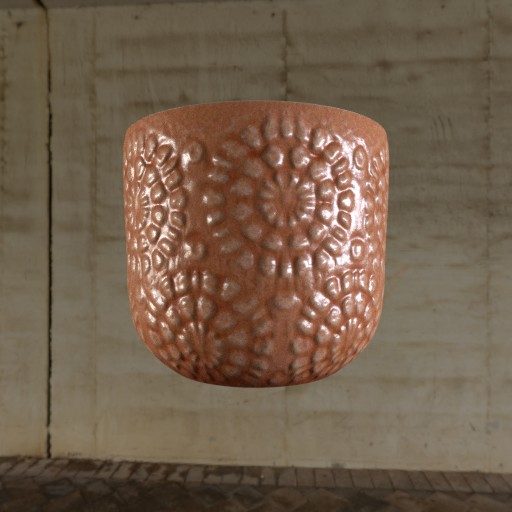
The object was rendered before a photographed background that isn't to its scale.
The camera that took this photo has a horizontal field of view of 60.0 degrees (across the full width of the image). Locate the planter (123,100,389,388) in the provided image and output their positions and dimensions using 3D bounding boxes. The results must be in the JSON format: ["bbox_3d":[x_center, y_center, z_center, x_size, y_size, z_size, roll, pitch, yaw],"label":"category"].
[{"bbox_3d":[0.000,0.000,0.215,0.124,0.109,0.124,0,0,0],"label":"planter"}]
